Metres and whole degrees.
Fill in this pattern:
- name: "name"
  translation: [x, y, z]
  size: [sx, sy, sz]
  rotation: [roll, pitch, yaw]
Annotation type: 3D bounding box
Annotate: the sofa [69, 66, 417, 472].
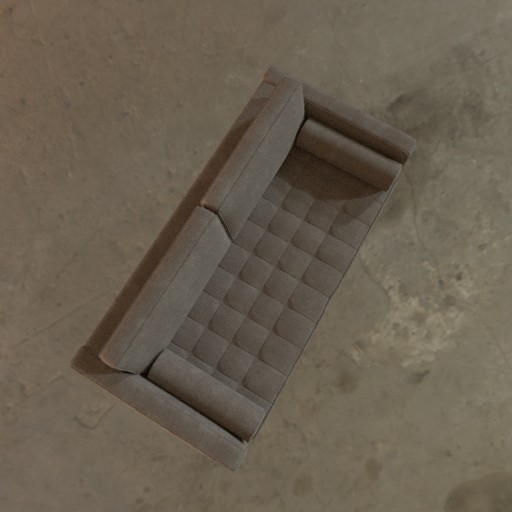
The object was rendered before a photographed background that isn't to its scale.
- name: "sofa"
  translation: [0.000, 0.000, 2.327]
  size: [0.920, 0.769, 1.883]
  rotation: [30, 77, 7]
